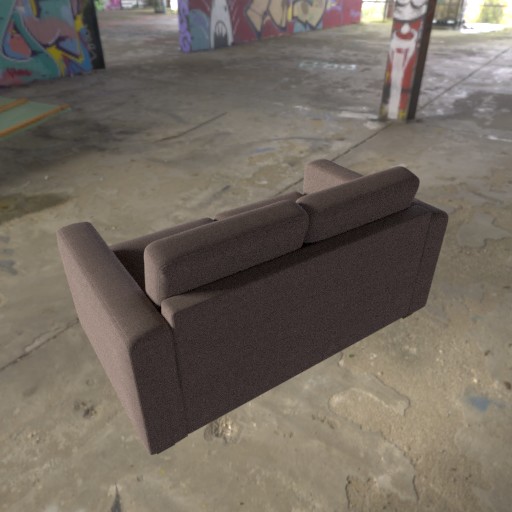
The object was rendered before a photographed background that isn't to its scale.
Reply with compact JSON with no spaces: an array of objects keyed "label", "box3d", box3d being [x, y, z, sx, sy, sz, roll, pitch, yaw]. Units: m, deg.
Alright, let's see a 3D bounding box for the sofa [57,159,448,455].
[{"label":"sofa","box3d":[0.000,0.000,2.030,1.520,0.800,0.900,-20,38,-28]}]
